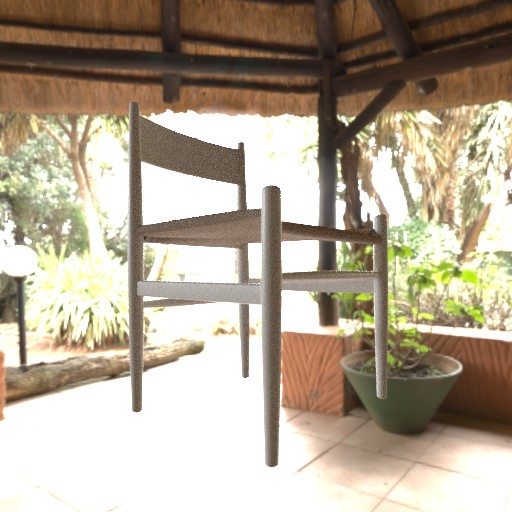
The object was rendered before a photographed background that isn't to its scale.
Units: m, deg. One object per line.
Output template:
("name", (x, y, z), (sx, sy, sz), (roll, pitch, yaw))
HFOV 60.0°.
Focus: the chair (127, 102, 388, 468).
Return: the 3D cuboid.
("chair", (0.000, 0.000, 1.133), (0.495, 0.762, 0.556), (-1, -2, 37))
